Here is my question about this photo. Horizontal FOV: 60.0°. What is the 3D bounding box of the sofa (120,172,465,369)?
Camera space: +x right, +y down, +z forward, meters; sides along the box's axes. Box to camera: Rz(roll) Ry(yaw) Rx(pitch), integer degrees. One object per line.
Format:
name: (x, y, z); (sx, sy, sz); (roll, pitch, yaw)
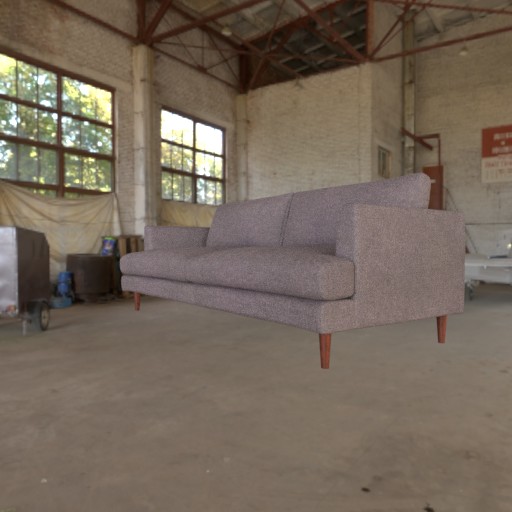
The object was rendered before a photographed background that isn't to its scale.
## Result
sofa: (0.000, 0.000, 2.847); (1.020, 0.868, 2.250); (-1, 1, -36)
